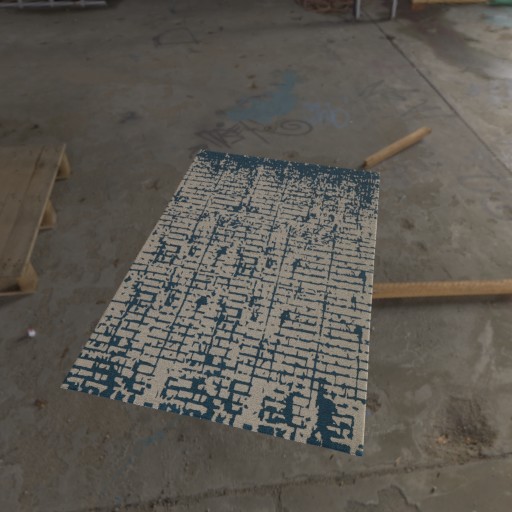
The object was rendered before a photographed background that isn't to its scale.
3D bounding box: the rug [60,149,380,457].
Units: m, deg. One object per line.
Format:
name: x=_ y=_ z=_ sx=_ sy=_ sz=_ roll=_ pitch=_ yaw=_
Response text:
rug: x=0.000 y=0.000 z=2.337 sx=1.220 sy=0.007 sz=1.828 roll=9 pitch=46 yaw=9
